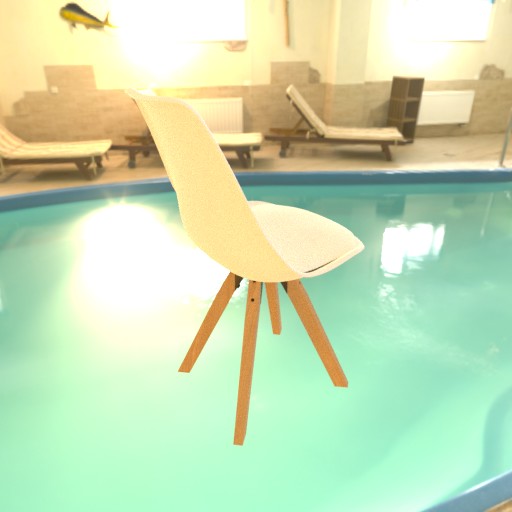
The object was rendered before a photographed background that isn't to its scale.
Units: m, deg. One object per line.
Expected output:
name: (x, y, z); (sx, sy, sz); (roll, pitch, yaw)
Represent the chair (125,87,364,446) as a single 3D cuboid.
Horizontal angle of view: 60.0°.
chair: (0.000, 0.000, 1.173); (0.550, 0.849, 0.485); (-17, 31, -30)
